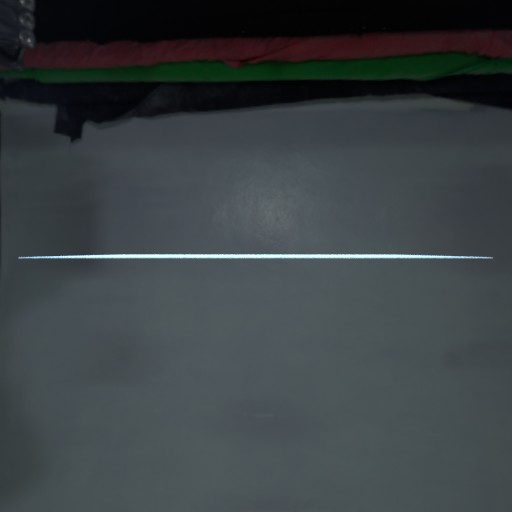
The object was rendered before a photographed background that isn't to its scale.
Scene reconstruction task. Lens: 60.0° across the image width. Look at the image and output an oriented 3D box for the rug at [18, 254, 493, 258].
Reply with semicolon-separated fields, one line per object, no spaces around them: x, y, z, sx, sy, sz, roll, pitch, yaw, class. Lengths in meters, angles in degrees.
0.000;0.000;3.695;2.895;0.006;1.982;0;1;1;rug
